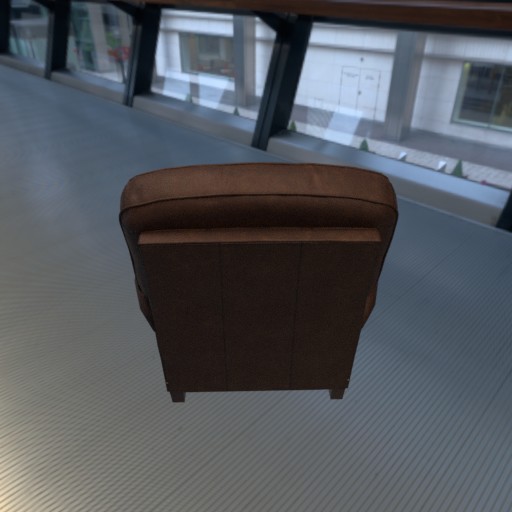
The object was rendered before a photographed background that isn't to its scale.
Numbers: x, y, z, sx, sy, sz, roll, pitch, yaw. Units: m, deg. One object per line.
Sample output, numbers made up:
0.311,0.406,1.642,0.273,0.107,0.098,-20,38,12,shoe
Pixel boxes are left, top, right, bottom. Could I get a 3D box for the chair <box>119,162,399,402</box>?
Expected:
0.000,0.000,1.815,0.936,1.018,0.986,-1,31,-1,chair
